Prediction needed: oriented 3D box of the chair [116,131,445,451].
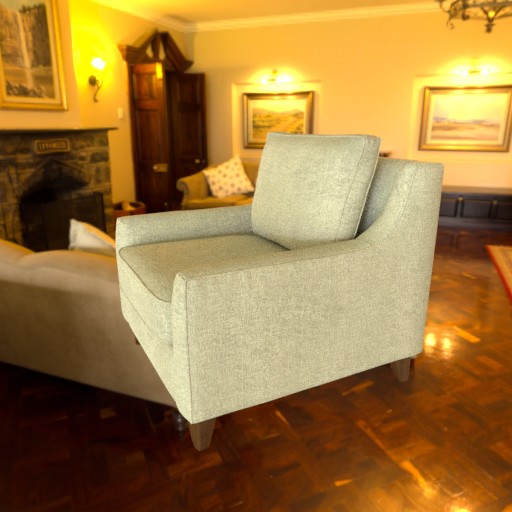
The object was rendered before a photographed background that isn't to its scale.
[{"bbox_3d":[0.000,0.000,1.619,0.918,0.864,0.838,-9,19,-27],"label":"chair"}]
